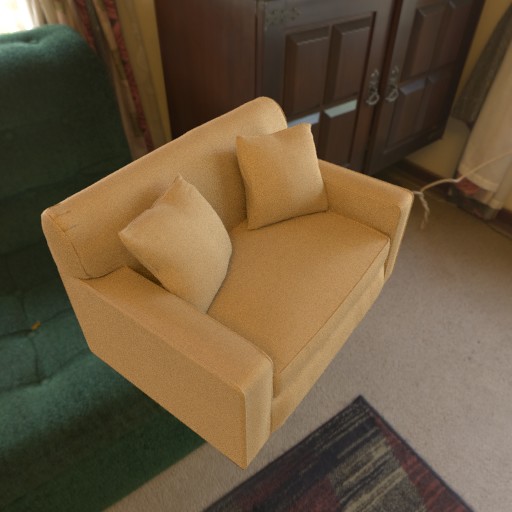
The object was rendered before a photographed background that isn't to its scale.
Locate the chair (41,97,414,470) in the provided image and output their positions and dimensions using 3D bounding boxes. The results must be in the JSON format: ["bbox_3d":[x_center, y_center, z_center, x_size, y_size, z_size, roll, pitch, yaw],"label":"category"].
[{"bbox_3d":[0.000,0.000,2.072,1.000,0.948,1.383,26,48,27],"label":"chair"}]
